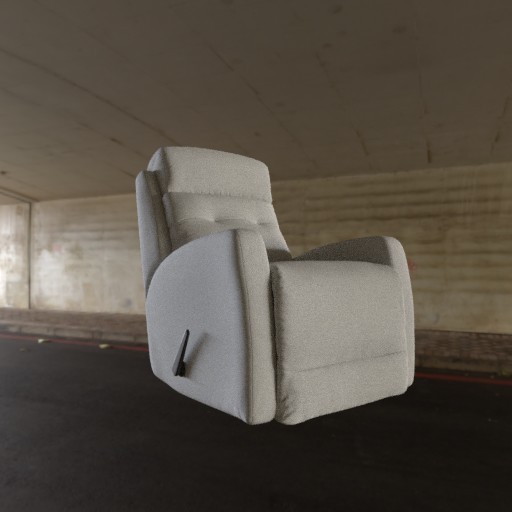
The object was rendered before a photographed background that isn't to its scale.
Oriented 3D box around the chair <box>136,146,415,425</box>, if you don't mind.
[{"bbox_3d":[0.000,0.000,1.768,0.798,1.013,1.043,1,-1,-35],"label":"chair"}]
